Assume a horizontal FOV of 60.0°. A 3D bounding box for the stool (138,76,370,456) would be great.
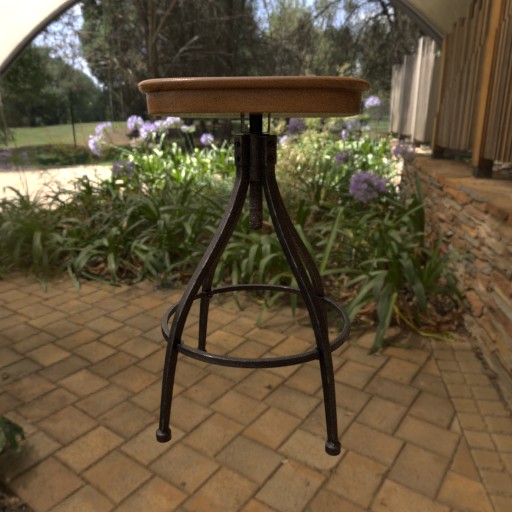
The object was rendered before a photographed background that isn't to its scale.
[{"bbox_3d":[0.000,0.000,0.966,0.432,0.694,0.424,2,16,6],"label":"stool"}]
